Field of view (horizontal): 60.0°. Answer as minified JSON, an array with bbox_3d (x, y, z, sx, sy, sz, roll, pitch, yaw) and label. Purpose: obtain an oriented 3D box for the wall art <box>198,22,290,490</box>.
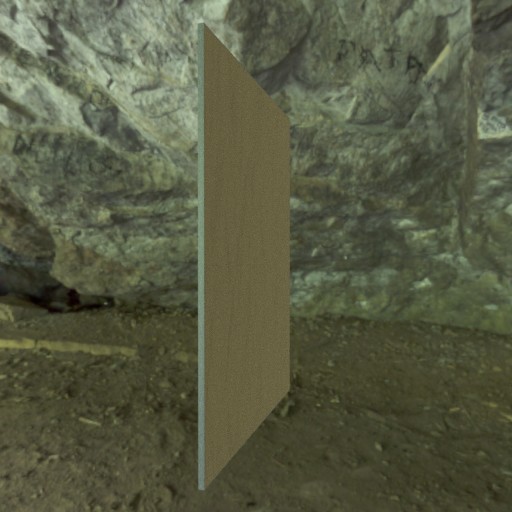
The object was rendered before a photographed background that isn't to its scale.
[{"bbox_3d":[0.000,0.000,1.443,0.016,1.116,0.810,0,1,19],"label":"wall art"}]
